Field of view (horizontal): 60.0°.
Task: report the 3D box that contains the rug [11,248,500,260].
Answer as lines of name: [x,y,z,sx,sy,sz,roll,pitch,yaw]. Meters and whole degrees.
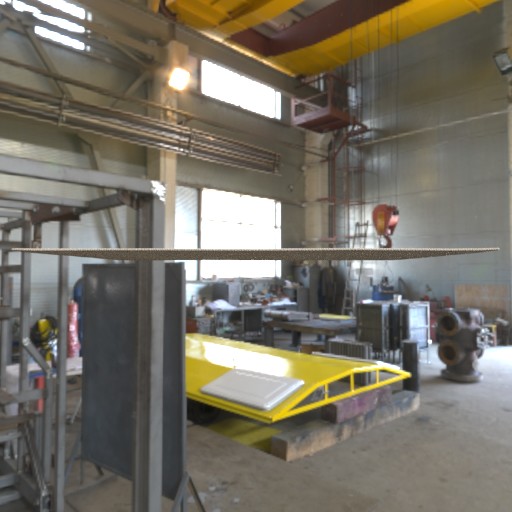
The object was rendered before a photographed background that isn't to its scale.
rug: [0.000,0.000,4.262,3.381,0.026,2.436,0,-2,1]
